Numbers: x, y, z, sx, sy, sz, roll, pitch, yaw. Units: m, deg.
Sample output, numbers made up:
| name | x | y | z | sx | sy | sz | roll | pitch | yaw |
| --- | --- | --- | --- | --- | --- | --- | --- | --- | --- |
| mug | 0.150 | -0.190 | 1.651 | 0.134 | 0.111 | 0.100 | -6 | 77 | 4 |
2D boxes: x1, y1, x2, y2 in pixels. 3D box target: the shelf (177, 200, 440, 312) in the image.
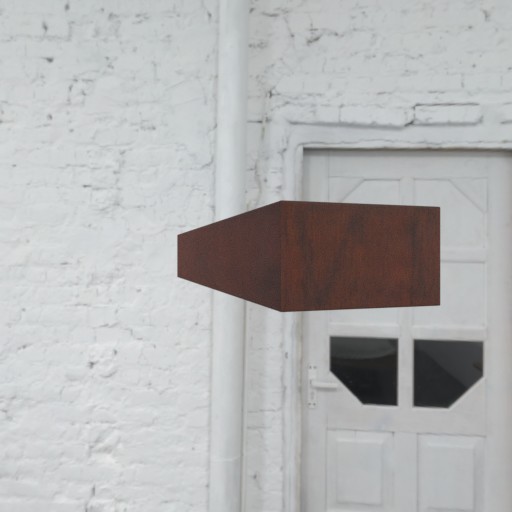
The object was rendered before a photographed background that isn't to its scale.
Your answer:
| name | x | y | z | sx | sy | sz | roll | pitch | yaw |
| --- | --- | --- | --- | --- | --- | --- | --- | --- | --- |
| shelf | 0.000 | 0.000 | 0.661 | 0.152 | 0.088 | 0.607 | 0 | 0 | -18 |
